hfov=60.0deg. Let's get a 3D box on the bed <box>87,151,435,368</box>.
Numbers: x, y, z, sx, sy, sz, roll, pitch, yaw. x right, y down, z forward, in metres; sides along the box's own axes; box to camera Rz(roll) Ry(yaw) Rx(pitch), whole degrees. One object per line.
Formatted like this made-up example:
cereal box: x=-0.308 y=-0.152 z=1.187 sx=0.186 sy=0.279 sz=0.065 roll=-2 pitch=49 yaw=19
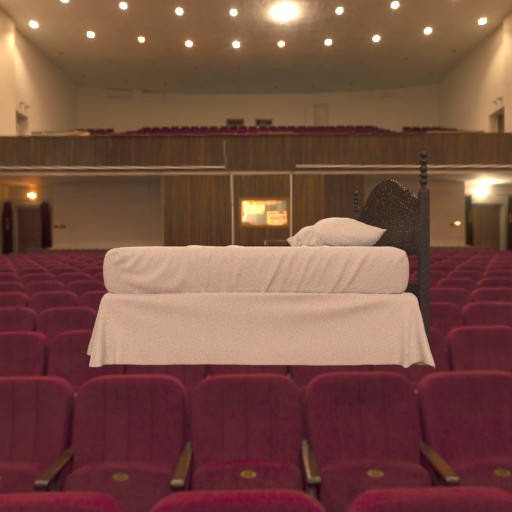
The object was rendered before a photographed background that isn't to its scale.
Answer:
bed: x=0.000 y=0.000 z=3.763 sx=2.219 sy=1.355 sz=2.322 roll=0 pitch=0 yaw=0
